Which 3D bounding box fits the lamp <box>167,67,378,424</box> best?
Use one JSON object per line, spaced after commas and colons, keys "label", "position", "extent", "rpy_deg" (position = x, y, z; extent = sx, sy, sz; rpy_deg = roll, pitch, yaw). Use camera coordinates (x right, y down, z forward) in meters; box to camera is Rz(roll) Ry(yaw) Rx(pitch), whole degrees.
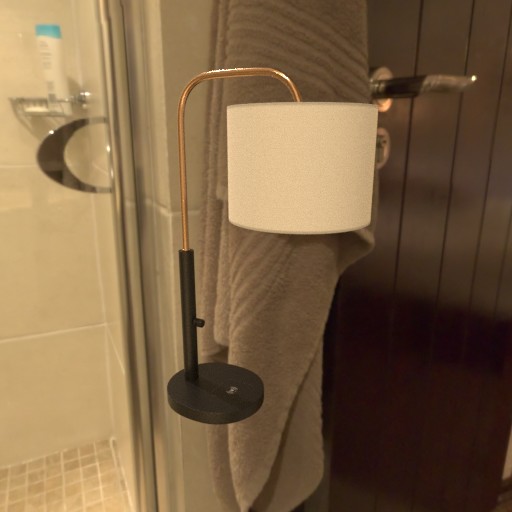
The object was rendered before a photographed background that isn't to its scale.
{"label": "lamp", "position": [0.000, 0.000, 0.683], "extent": [0.337, 0.540, 0.199], "rpy_deg": [8, 17, 27]}
